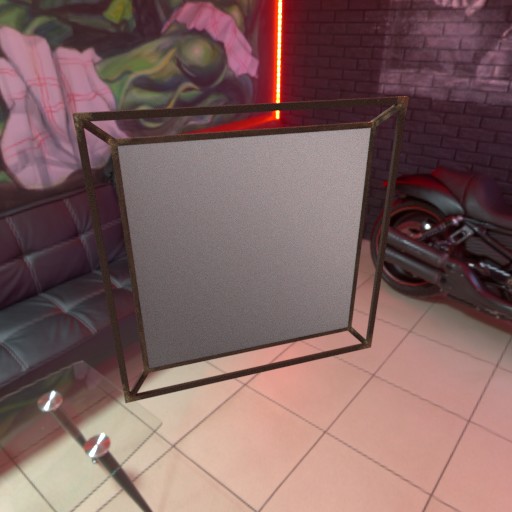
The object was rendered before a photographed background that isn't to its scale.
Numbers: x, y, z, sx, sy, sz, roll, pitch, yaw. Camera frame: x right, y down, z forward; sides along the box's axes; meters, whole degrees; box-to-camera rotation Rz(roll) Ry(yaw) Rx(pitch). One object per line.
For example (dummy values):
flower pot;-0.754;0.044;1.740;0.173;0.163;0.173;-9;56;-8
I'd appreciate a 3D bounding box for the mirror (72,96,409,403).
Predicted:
mirror;0.000;0.000;0.925;0.610;0.610;0.032;-9;29;-16
